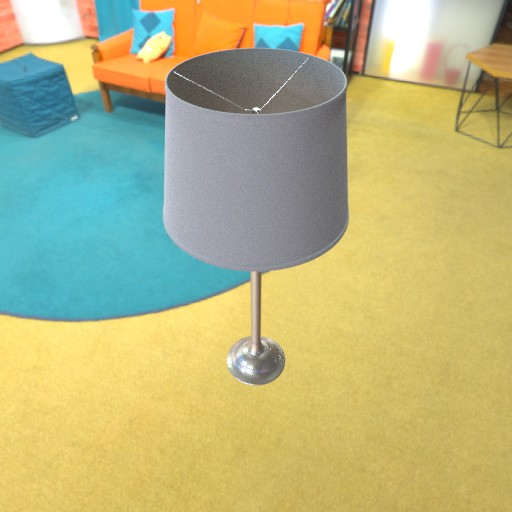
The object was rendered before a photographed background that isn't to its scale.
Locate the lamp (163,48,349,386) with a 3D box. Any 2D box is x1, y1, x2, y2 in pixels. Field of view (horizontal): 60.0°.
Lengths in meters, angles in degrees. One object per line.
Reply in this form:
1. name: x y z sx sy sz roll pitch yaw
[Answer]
1. lamp: 0.000 0.000 0.875 0.331 0.698 0.331 0 42 0
